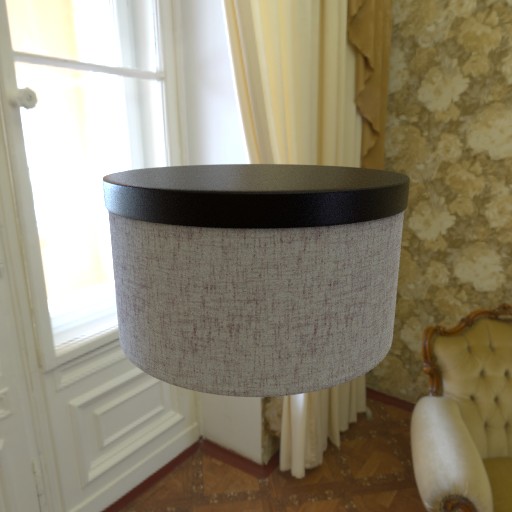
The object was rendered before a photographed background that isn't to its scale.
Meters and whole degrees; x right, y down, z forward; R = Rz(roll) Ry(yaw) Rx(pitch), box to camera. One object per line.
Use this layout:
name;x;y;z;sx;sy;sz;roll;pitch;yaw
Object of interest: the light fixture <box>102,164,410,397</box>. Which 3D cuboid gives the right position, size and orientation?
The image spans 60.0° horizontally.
light fixture;0.000;0.000;0.621;0.389;0.229;0.389;0;15;0
